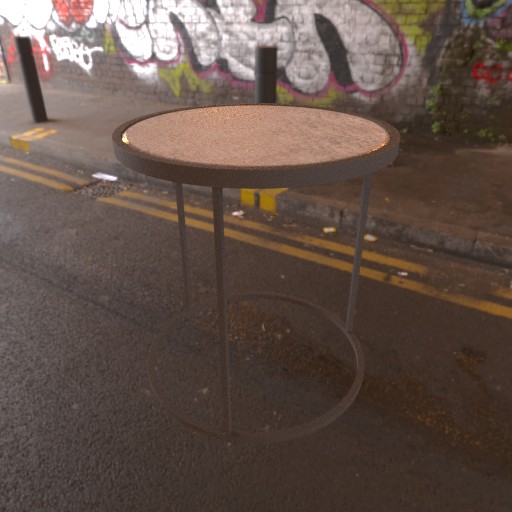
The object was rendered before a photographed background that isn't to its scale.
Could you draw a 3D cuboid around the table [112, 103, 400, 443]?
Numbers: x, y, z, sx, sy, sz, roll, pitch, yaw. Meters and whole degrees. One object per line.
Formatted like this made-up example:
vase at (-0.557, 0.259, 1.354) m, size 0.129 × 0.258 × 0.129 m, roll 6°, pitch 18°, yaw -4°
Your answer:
table at (0.000, 0.000, 0.869) m, size 0.470 × 0.498 × 0.470 m, roll 0°, pitch 29°, yaw 0°
